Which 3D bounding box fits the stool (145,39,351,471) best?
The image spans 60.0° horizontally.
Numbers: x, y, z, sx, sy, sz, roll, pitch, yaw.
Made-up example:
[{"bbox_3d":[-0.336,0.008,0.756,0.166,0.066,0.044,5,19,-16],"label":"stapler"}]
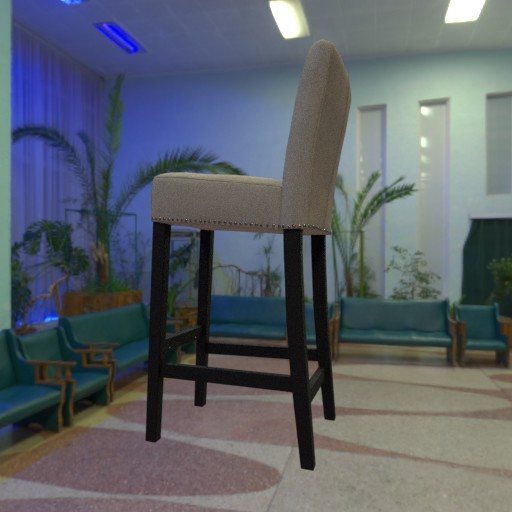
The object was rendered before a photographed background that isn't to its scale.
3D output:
[{"bbox_3d":[0.000,0.000,1.320,0.548,1.047,0.411,0,0,18],"label":"stool"}]
